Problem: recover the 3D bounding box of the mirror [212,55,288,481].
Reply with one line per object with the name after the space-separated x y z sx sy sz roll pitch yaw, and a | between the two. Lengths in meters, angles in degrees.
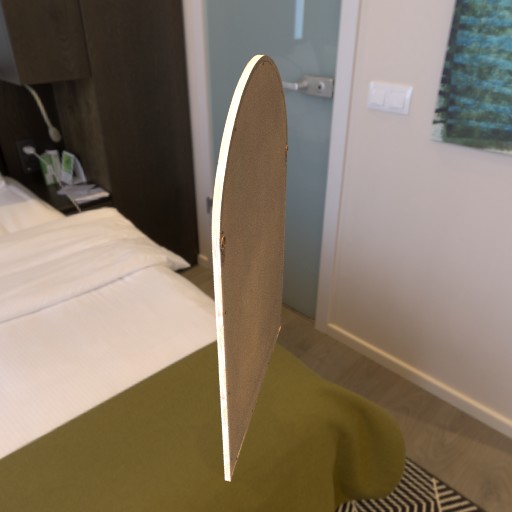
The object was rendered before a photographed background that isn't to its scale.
0.000 0.000 1.106 0.032 0.915 0.609 7 30 12 | mirror
